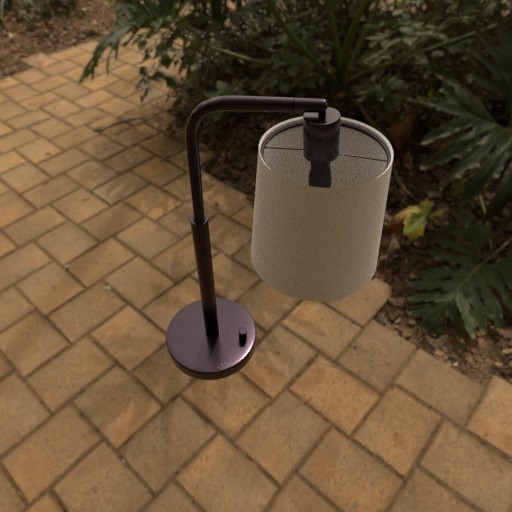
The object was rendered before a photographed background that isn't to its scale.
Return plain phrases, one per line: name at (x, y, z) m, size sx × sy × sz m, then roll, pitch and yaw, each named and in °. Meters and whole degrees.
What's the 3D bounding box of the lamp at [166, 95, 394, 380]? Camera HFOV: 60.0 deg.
lamp at (0.000, 0.000, 0.638) m, size 0.333 × 0.489 × 0.171 m, roll 9°, pitch 46°, yaw 9°
